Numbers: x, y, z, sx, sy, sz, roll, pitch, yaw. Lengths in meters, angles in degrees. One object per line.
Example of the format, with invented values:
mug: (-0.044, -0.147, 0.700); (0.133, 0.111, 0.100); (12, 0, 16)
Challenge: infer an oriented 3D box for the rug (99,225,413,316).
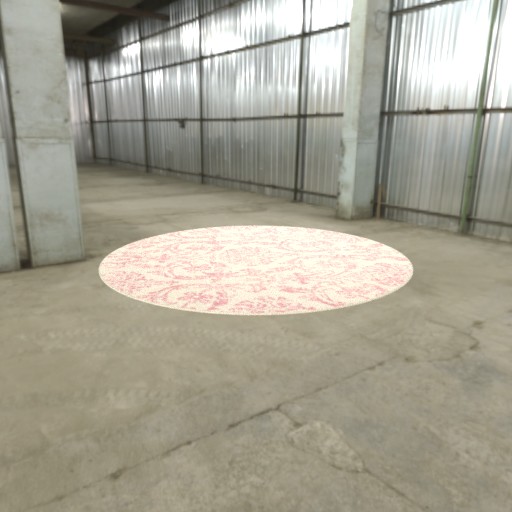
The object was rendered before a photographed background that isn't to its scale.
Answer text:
rug: (0.000, 0.000, 2.370); (1.593, 0.012, 1.593); (0, 15, 0)
